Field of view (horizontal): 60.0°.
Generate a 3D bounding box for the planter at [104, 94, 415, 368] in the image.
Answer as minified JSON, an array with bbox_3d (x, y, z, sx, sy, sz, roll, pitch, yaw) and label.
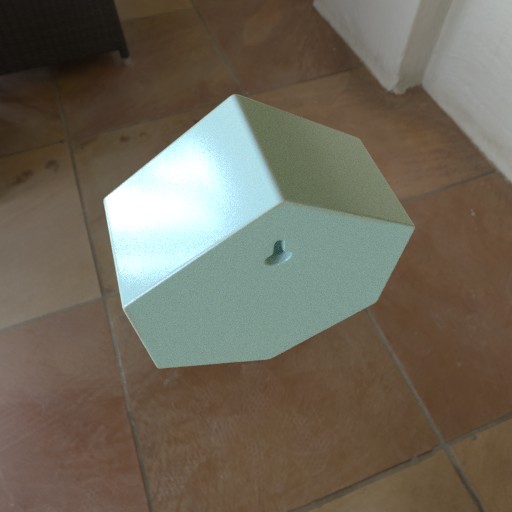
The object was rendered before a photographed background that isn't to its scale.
[{"bbox_3d":[0.000,0.000,0.301,0.169,0.207,0.078,-15,59,-9],"label":"planter"}]
